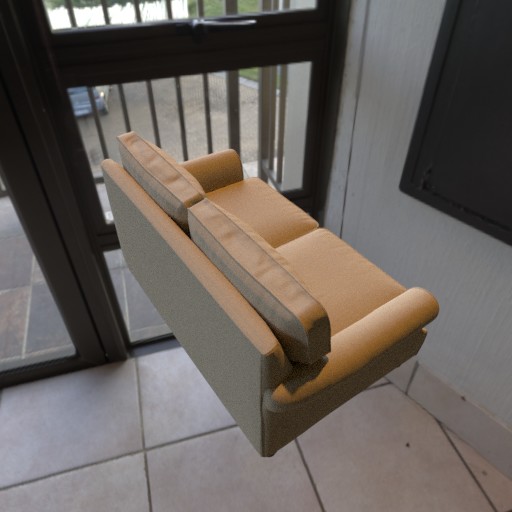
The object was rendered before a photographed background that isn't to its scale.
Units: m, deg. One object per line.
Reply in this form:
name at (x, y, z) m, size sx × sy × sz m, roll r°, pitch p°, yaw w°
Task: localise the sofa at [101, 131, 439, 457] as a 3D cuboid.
sofa at (0.000, 0.000, 2.246) m, size 0.964 × 0.937 × 1.665 m, roll -25°, pitch 47°, yaw -25°
